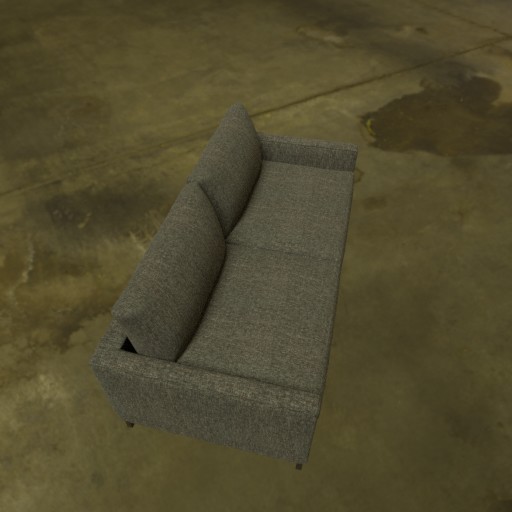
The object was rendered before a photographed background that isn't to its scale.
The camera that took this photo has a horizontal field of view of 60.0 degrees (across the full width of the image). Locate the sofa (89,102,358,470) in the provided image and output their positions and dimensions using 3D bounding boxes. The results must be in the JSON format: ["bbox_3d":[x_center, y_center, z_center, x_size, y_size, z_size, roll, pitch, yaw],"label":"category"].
[{"bbox_3d":[0.000,0.000,2.239,0.866,0.862,1.716,10,47,9],"label":"sofa"}]
